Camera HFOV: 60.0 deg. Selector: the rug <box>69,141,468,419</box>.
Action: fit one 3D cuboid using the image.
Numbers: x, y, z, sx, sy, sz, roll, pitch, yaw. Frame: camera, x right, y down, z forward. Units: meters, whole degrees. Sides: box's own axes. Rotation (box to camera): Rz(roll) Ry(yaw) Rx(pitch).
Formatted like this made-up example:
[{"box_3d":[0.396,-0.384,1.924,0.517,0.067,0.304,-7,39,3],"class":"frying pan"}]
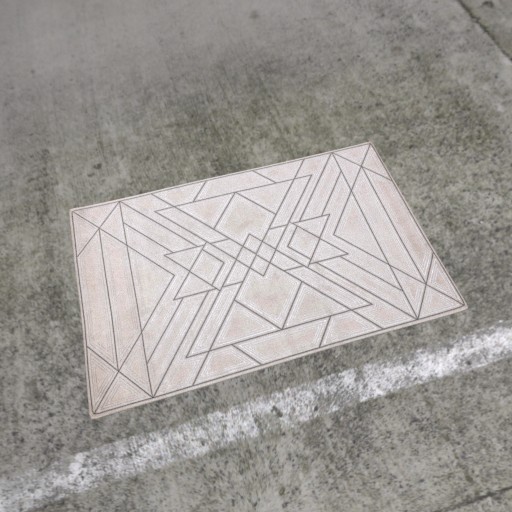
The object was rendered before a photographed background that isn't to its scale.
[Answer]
[{"box_3d":[0.000,0.000,3.118,2.459,0.023,1.575,-14,61,-8],"class":"rug"}]
